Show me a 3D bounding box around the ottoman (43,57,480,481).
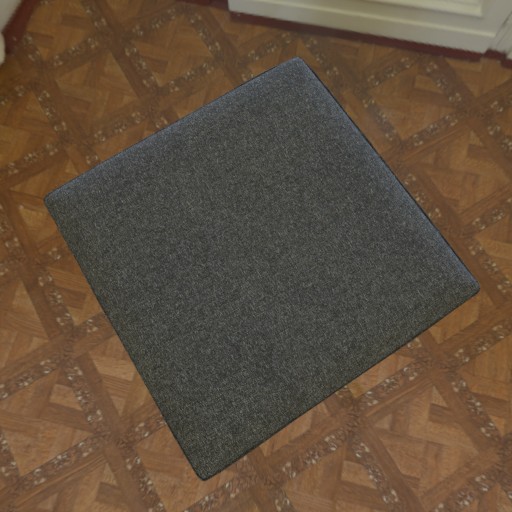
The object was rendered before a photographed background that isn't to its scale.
[{"bbox_3d":[0.000,0.000,1.542,1.021,0.423,1.017,-31,78,-8],"label":"ottoman"}]
